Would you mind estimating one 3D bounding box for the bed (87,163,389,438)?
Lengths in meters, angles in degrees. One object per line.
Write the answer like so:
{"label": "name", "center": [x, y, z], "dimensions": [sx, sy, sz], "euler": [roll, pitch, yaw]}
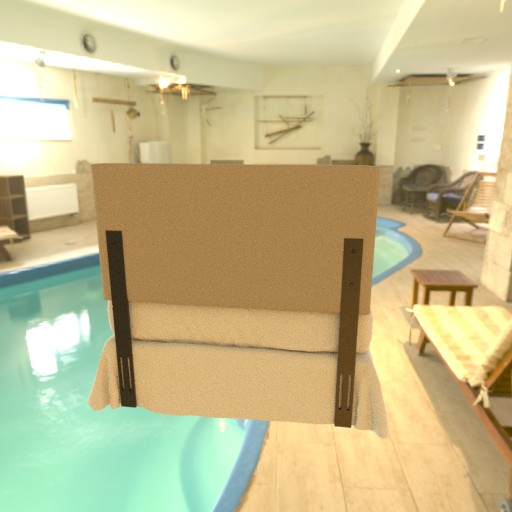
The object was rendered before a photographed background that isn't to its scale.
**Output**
{"label": "bed", "center": [0.000, 0.000, 3.596], "dimensions": [1.936, 1.577, 2.222], "euler": [2, 15, 8]}
